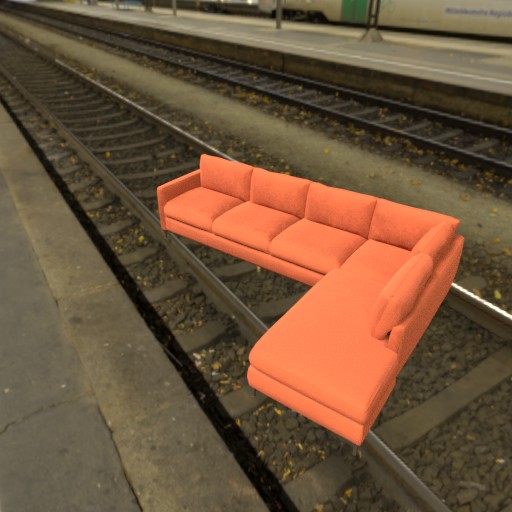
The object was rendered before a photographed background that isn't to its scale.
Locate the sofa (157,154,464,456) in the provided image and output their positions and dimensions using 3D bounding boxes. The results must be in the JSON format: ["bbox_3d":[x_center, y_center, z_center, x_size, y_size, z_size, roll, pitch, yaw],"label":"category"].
[{"bbox_3d":[0.000,0.000,3.568,2.736,0.757,1.879,21,37,30],"label":"sofa"}]
